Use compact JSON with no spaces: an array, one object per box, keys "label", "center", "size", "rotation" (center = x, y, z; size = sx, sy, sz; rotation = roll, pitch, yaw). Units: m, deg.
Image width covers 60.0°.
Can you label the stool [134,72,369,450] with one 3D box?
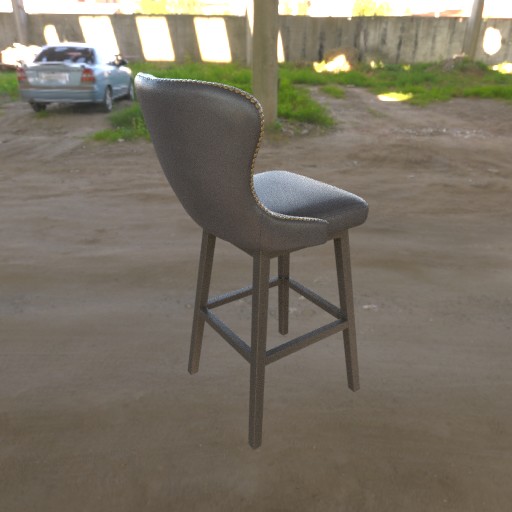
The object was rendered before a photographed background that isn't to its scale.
[{"label":"stool","center":[0.000,0.000,1.368],"size":[0.601,1.050,0.528],"rotation":[-17,30,-31]}]
